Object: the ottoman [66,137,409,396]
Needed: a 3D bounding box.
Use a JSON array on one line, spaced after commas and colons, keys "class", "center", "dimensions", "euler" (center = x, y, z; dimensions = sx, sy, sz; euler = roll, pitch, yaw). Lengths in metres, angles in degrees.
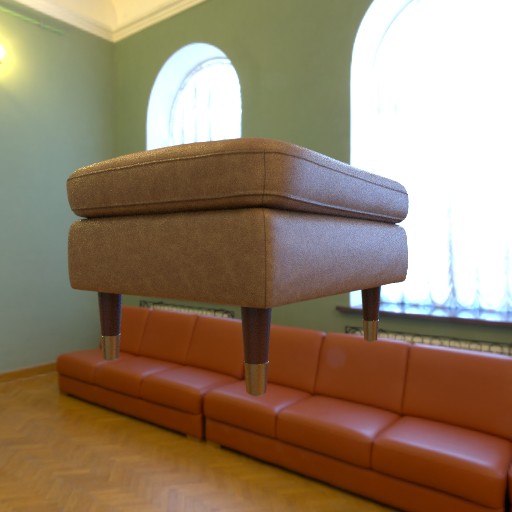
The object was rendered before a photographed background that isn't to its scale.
[{"class": "ottoman", "center": [0.000, 0.000, 1.132], "dimensions": [0.593, 0.478, 0.747], "euler": [1, 1, 36]}]
